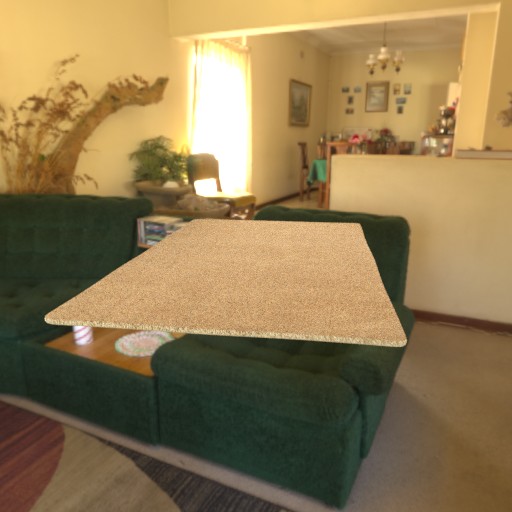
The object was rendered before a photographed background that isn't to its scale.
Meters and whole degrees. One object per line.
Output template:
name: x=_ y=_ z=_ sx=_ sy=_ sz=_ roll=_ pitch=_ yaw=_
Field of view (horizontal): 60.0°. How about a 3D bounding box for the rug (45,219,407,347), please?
rug: x=0.000 y=0.000 z=2.886 sx=1.500 sy=0.025 sz=2.349 roll=2 pitch=15 yaw=8
